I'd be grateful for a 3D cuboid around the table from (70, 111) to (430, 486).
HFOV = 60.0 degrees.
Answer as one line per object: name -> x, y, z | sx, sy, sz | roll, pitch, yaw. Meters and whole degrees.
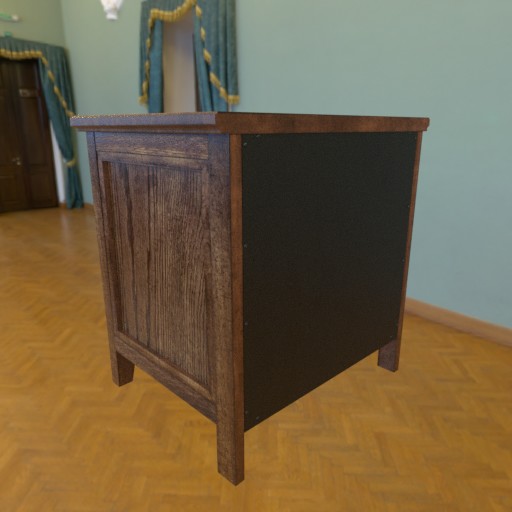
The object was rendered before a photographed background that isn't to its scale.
table -> 0.000, 0.000, 0.992 | 0.586, 0.597, 0.461 | -15, 22, -42
